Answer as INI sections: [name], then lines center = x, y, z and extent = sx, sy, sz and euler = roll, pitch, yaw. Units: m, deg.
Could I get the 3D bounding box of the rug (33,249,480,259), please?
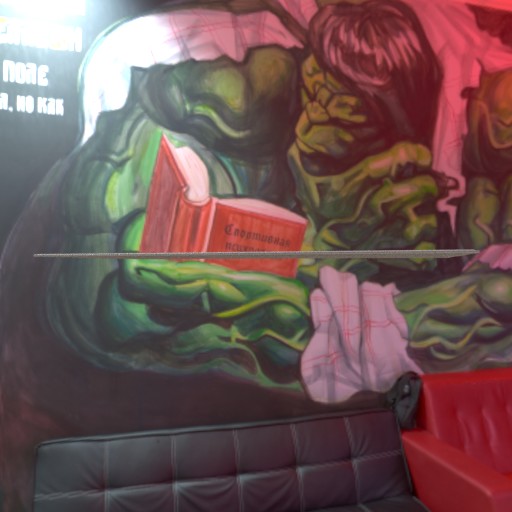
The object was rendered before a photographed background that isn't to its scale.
[rug]
center = 0.000, 0.000, 1.439
extent = 1.219, 0.007, 0.604
euler = 0, -1, 18
